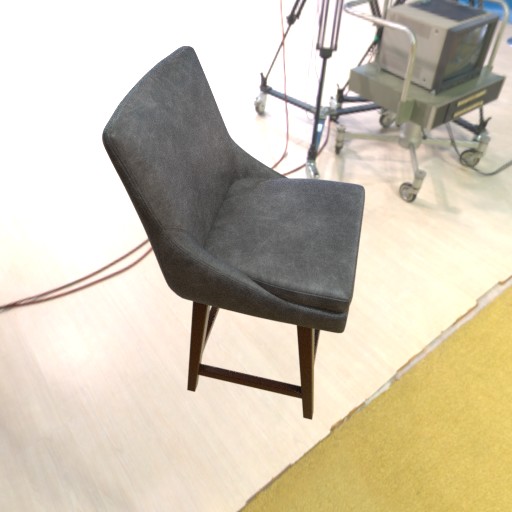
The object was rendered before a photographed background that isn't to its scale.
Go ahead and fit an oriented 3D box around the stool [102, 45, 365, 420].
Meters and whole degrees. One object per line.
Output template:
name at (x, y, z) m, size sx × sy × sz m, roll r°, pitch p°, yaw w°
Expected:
stool at (0.000, 0.000, 1.359) m, size 0.587 × 1.046 × 0.492 m, roll 10°, pitch 47°, yaw 10°
